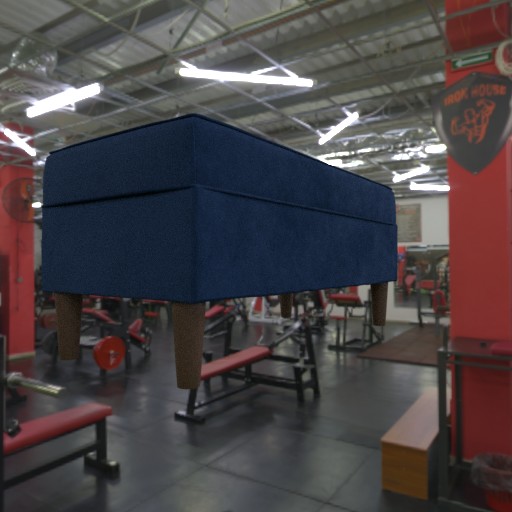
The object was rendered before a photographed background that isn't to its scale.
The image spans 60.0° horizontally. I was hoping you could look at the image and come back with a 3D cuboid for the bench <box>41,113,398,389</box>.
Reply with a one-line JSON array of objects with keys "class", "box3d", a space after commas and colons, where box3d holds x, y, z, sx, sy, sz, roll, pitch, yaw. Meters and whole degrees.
[{"class": "bench", "box3d": [0.000, 0.000, 1.258, 0.489, 0.467, 1.010, 0, -1, 36]}]
